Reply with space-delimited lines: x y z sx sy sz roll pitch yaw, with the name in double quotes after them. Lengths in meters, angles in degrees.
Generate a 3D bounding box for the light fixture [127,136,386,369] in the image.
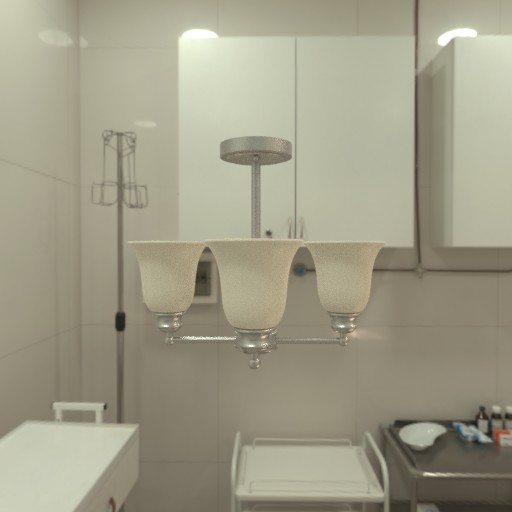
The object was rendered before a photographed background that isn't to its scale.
0.000 0.000 0.743 0.427 0.370 0.427 0 1 1 "light fixture"
